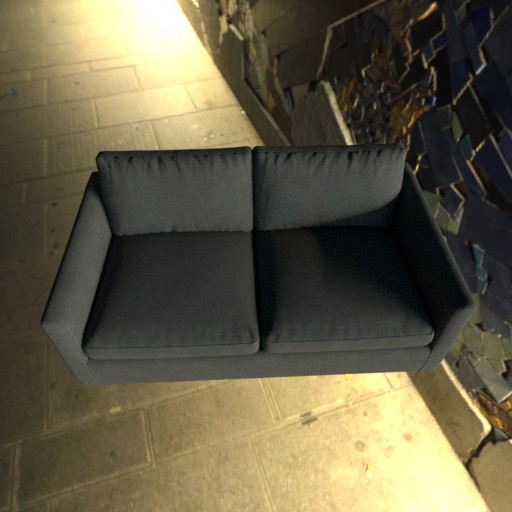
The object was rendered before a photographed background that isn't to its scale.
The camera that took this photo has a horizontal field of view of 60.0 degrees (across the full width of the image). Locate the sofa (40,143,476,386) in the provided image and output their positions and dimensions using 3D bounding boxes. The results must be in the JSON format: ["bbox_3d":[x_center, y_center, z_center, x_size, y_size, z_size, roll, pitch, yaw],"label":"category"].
[{"bbox_3d":[0.000,0.000,2.427,1.909,0.845,1.091,-2,47,-2],"label":"sofa"}]
